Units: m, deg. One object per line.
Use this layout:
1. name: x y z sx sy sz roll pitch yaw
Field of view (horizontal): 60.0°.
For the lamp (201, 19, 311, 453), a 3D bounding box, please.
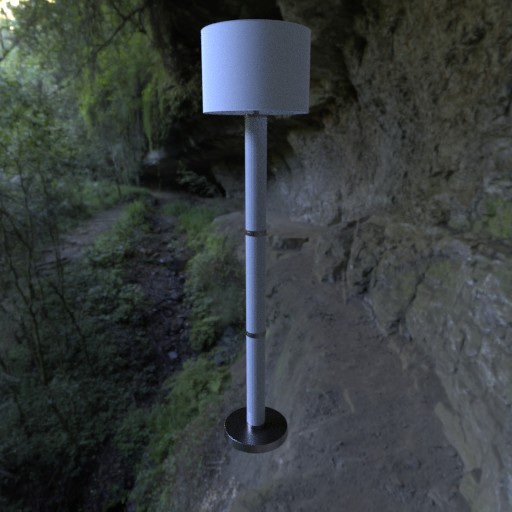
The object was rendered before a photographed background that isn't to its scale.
1. lamp: 0.000 0.000 1.732 0.377 1.599 0.377 8 18 28
